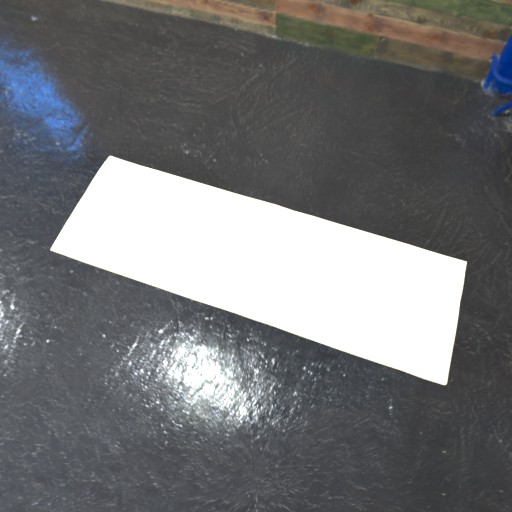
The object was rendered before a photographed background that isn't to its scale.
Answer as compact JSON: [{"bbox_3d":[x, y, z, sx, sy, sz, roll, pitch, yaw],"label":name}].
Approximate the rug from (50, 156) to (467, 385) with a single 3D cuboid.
[{"bbox_3d":[0.000,0.000,2.719,2.450,0.014,0.793,18,64,9],"label":"rug"}]
